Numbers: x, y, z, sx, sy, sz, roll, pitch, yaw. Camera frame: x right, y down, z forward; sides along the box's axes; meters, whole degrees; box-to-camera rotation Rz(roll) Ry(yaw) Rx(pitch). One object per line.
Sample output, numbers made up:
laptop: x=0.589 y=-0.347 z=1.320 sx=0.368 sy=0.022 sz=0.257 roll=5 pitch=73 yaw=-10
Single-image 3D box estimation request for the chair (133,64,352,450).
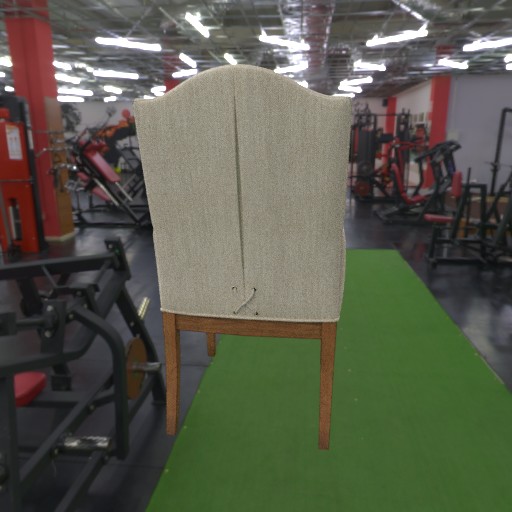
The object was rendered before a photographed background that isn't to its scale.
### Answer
chair: x=0.000 y=0.000 z=1.373 sx=0.533 sy=1.016 sz=0.641 roll=2 pitch=15 yaw=8
